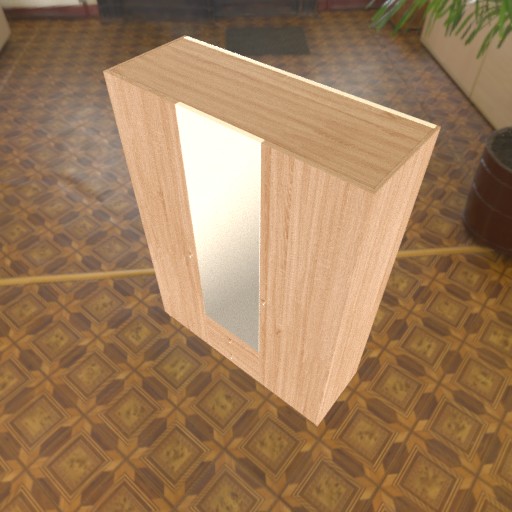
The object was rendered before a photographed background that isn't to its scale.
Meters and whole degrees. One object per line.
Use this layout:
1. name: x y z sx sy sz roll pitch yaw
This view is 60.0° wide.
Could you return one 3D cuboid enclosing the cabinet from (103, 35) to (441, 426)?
1. cabinet: 0.000 0.000 2.785 1.500 2.120 0.590 31 55 25
